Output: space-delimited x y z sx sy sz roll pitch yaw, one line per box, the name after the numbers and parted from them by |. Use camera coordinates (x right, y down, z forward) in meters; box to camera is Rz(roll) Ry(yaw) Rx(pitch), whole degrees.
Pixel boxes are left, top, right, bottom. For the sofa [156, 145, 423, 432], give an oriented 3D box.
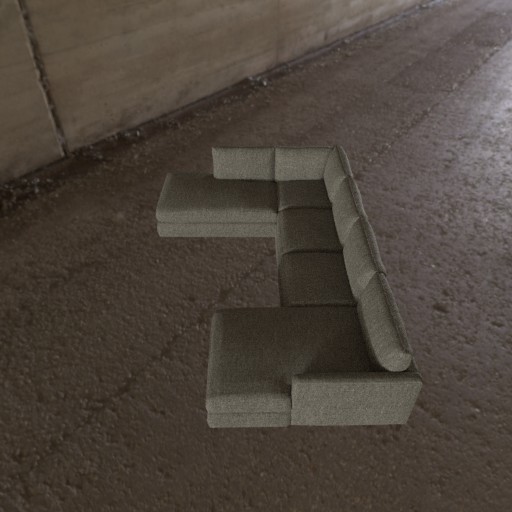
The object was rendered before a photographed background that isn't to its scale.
0.000 0.000 3.630 1.879 0.756 2.737 0 40 0 | sofa
